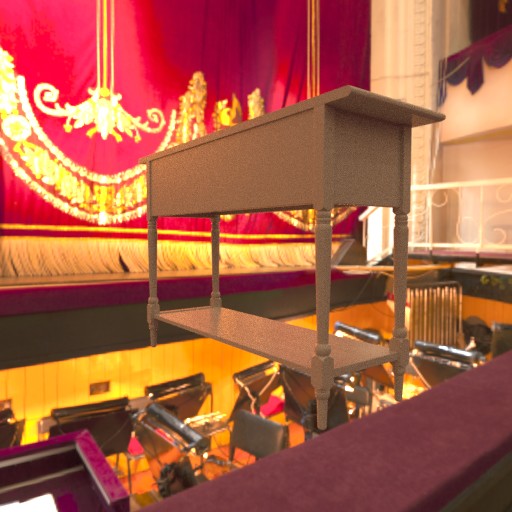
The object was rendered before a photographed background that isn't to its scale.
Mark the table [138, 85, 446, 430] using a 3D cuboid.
[{"bbox_3d":[0.000,0.000,1.578,0.384,0.808,1.197,-2,3,-37],"label":"table"}]
